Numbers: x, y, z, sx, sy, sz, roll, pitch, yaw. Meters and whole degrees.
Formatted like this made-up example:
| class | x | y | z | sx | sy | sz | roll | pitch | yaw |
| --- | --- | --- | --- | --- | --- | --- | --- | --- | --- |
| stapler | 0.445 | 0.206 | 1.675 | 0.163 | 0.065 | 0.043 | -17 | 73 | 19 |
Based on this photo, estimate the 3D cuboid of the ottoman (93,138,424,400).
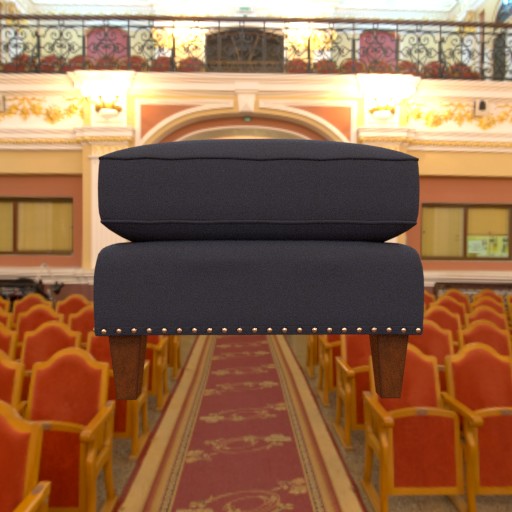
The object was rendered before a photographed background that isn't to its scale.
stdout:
| class | x | y | z | sx | sy | sz | roll | pitch | yaw |
| --- | --- | --- | --- | --- | --- | --- | --- | --- | --- |
| ottoman | 0.000 | 0.000 | 1.133 | 0.584 | 0.513 | 0.741 | 0 | 0 | -1 |
